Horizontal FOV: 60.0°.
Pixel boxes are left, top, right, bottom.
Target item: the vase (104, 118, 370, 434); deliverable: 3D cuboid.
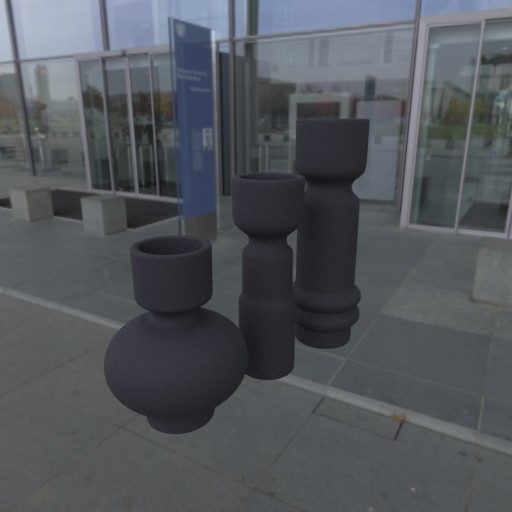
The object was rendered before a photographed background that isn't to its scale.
[{"bbox_3d":[0.000,0.000,0.420,0.307,0.249,0.120,-16,23,-42],"label":"vase"}]
